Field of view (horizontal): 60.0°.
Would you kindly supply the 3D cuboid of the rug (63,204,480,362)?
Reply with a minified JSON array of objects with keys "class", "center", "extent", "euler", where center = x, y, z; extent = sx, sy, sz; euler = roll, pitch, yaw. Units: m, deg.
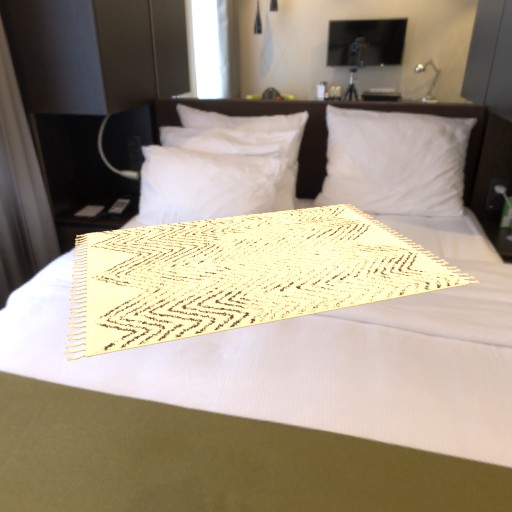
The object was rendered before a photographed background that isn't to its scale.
[{"class":"rug","center":[0.000,0.000,2.348],"extent":[1.847,0.014,1.230],"euler":[-8,26,-17]}]
